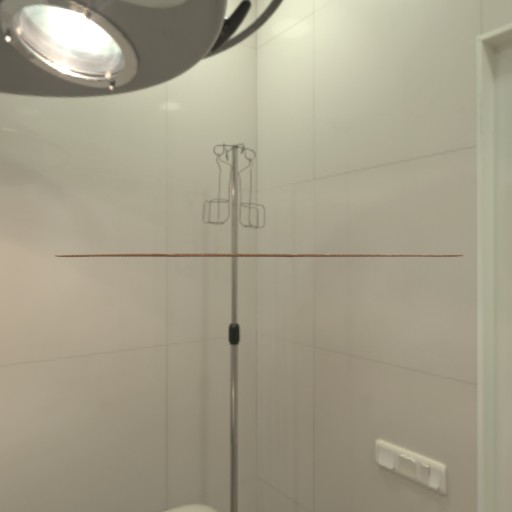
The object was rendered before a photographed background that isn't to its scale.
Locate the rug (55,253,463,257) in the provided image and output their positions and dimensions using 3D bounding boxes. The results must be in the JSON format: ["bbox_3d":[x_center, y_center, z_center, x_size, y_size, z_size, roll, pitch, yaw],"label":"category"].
[{"bbox_3d":[0.000,0.000,4.263,3.092,0.023,2.479,0,0,-37],"label":"rug"}]
